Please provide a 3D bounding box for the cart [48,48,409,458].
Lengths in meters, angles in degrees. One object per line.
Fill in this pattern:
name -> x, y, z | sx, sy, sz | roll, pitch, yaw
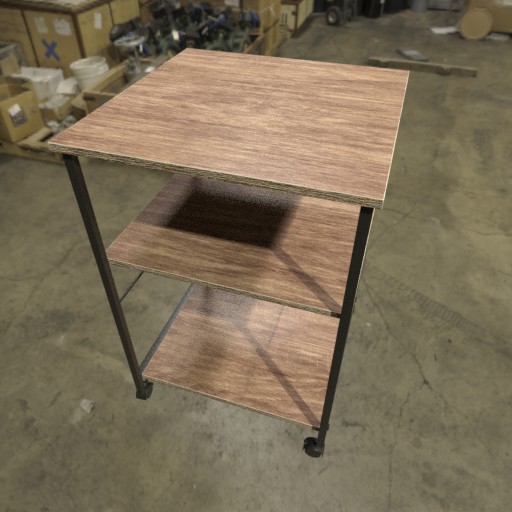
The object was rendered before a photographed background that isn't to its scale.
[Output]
cart -> 0.000, 0.000, 1.073 | 0.521, 0.762, 0.520 | 12, 42, 14
